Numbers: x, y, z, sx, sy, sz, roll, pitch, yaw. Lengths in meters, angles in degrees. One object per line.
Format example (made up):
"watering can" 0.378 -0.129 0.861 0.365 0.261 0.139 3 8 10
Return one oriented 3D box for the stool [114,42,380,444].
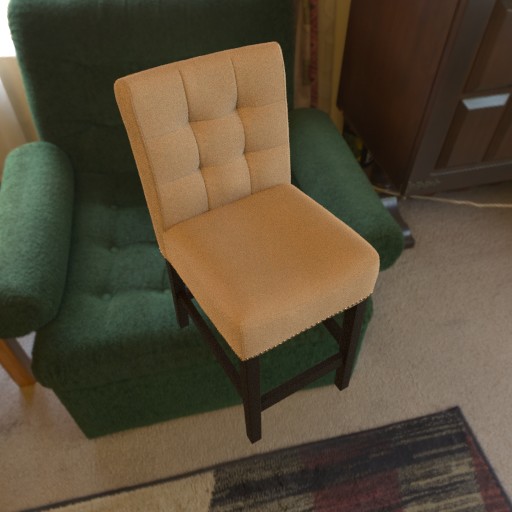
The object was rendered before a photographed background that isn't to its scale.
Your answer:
"stool" 0.000 0.000 1.198 0.427 0.885 0.571 -23 51 -21
